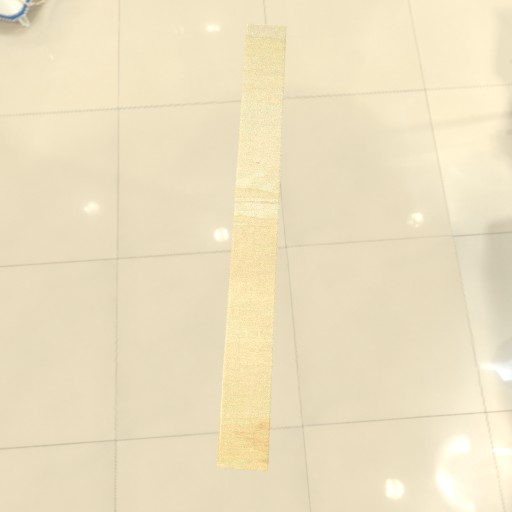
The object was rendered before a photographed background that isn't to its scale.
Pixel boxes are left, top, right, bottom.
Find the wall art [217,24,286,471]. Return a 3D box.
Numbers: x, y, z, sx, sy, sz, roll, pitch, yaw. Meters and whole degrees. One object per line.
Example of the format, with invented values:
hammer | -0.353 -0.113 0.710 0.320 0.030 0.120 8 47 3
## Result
wall art | 0.000 0.000 0.488 0.037 0.251 0.383 3 76 1
